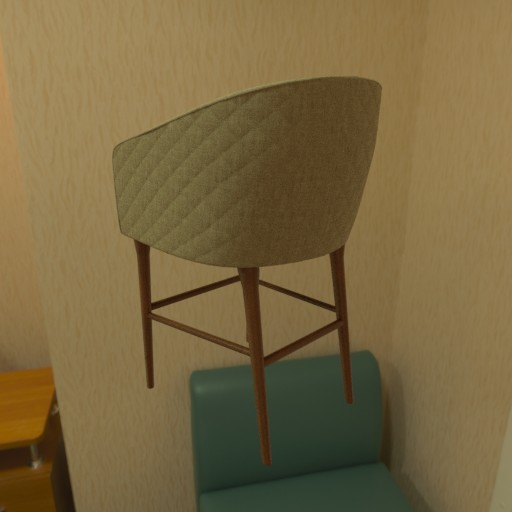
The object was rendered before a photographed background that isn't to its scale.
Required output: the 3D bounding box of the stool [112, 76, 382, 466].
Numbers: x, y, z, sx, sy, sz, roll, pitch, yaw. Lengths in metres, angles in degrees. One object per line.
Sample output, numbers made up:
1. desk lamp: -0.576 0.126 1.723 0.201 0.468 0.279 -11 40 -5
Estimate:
1. stool: 0.000 0.000 1.307 0.559 0.952 0.635 -16 24 -41
